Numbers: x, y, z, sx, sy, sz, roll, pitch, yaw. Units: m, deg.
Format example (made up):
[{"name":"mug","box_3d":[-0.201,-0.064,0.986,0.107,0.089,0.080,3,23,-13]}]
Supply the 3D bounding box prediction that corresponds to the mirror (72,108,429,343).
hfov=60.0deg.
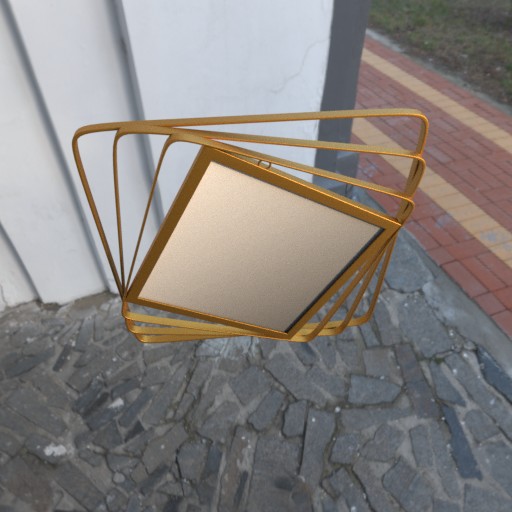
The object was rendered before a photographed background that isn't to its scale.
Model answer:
[{"name":"mirror","box_3d":[0.000,0.000,0.711,0.470,0.468,0.045,-4,45,-4]}]
